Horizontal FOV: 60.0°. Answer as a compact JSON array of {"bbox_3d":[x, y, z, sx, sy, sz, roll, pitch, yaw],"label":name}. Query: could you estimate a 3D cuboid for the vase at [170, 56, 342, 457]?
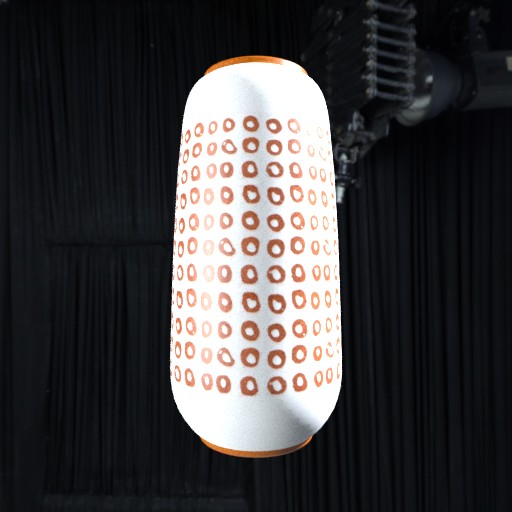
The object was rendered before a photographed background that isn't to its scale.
[{"bbox_3d":[0.000,0.000,0.352,0.133,0.282,0.133,0,0,0],"label":"vase"}]
